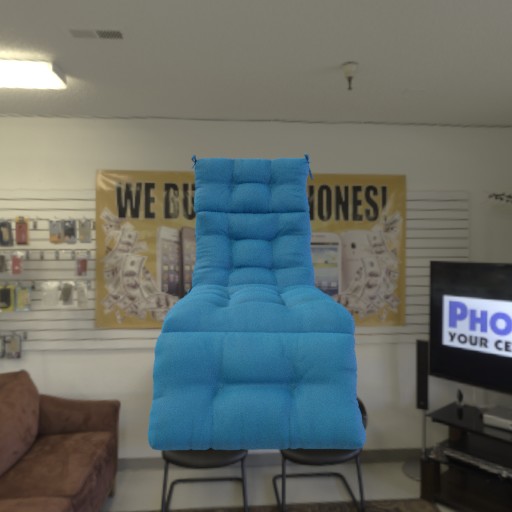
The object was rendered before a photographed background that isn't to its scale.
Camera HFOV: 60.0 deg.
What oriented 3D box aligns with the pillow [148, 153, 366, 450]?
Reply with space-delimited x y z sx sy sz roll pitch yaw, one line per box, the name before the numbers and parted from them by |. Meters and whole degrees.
pillow | 0.000 0.000 1.454 0.526 0.863 1.016 0 1 -1
